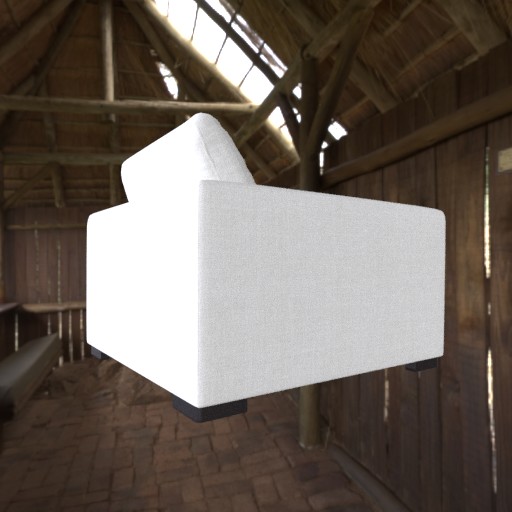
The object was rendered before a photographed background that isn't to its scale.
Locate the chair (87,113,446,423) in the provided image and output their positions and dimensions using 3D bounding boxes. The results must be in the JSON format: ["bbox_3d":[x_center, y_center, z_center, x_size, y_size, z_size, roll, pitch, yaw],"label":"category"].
[{"bbox_3d":[0.000,0.000,1.849,1.100,0.876,1.070,0,-1,-35],"label":"chair"}]
